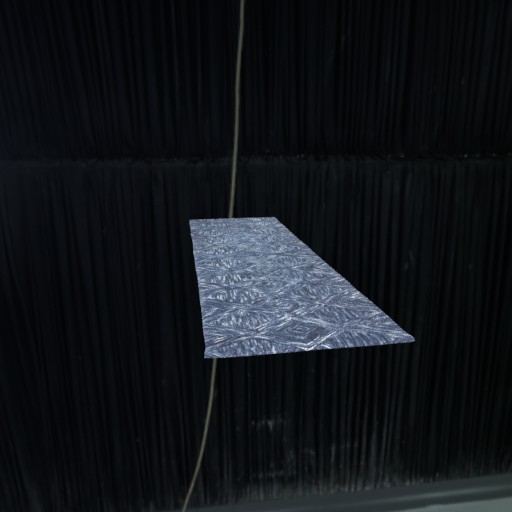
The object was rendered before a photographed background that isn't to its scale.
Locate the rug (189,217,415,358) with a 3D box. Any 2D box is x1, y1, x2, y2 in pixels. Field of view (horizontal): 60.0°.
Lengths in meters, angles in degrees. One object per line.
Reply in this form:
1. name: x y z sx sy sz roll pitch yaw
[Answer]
1. rug: 0.000 0.000 2.532 0.719 0.013 2.306 -3 16 -9
